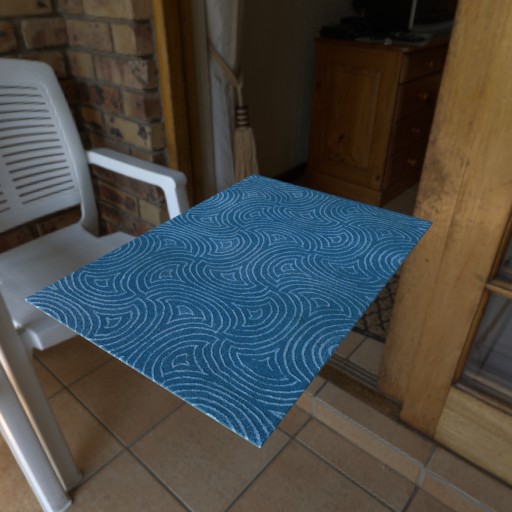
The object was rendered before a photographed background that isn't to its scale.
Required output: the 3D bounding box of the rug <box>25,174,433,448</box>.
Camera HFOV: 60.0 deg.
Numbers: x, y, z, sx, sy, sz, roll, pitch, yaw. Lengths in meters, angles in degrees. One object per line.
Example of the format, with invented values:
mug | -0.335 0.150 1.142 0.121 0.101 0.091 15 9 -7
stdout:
rug | 0.000 0.000 2.756 1.543 0.015 2.144 21 38 29
